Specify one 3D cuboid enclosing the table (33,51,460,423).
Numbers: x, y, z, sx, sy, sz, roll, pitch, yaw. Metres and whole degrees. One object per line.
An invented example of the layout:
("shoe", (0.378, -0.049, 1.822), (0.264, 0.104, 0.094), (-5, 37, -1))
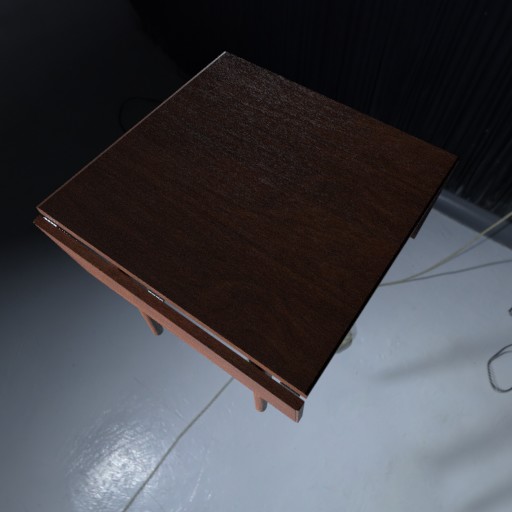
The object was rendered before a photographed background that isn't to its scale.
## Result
("table", (0.000, 0.000, 1.493), (0.812, 0.763, 0.843), (31, 64, 17))
